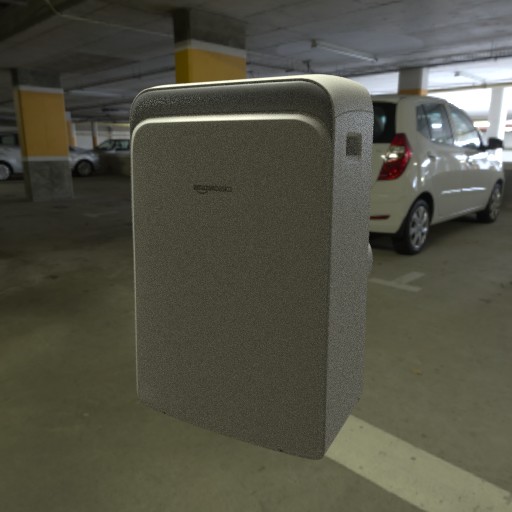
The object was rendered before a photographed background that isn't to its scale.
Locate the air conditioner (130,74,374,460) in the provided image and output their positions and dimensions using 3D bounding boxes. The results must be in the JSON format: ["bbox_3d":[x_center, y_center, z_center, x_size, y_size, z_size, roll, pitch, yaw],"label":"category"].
[{"bbox_3d":[0.000,0.000,0.938,0.454,0.700,0.365,7,16,26],"label":"air conditioner"}]
